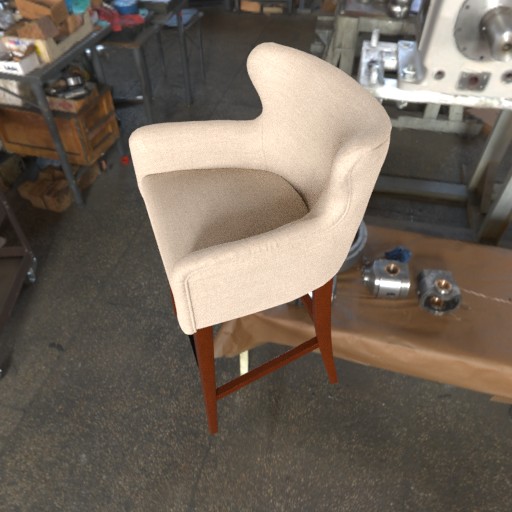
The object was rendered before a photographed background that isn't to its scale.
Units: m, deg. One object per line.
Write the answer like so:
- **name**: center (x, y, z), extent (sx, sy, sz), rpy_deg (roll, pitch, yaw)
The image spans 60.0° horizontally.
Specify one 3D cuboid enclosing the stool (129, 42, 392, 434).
- **stool**: center (0.000, 0.000, 1.340), extent (0.563, 1.034, 0.556), rpy_deg (-15, 49, -14)
